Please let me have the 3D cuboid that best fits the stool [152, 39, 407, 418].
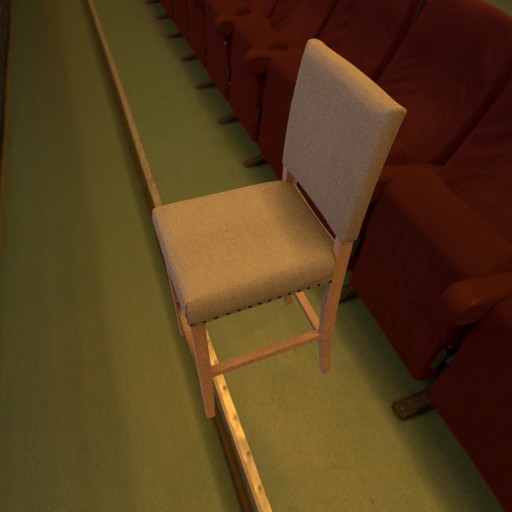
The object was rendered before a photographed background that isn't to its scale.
[{"bbox_3d":[0.000,0.000,1.477,0.585,1.173,0.445,-15,48,-14],"label":"stool"}]
